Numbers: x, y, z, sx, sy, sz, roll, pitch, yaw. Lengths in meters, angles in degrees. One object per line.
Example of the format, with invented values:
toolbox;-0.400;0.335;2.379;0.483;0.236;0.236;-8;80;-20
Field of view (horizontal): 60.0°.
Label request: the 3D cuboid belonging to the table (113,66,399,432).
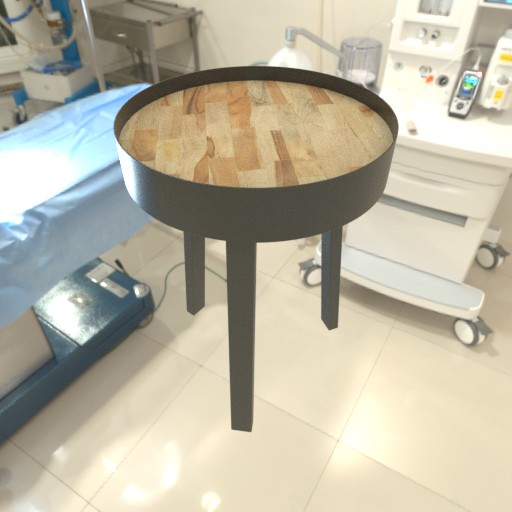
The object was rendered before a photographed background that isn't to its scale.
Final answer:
table;0.000;0.000;0.834;0.406;0.559;0.406;0;41;0
